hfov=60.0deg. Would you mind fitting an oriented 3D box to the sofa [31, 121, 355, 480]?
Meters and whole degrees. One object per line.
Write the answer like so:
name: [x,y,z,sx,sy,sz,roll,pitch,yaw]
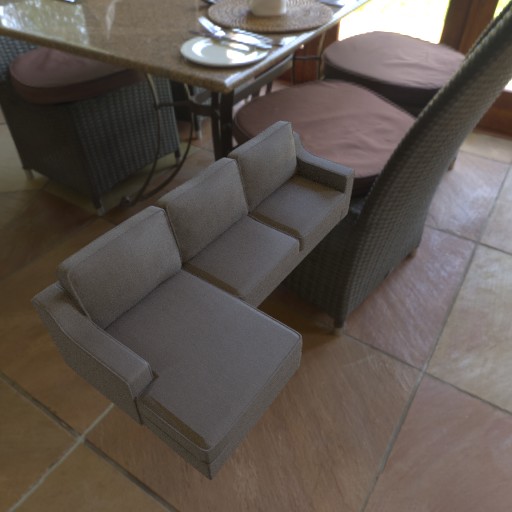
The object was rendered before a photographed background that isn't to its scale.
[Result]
sofa: [0.000,0.000,3.151,1.294,0.928,2.561,26,49,26]
